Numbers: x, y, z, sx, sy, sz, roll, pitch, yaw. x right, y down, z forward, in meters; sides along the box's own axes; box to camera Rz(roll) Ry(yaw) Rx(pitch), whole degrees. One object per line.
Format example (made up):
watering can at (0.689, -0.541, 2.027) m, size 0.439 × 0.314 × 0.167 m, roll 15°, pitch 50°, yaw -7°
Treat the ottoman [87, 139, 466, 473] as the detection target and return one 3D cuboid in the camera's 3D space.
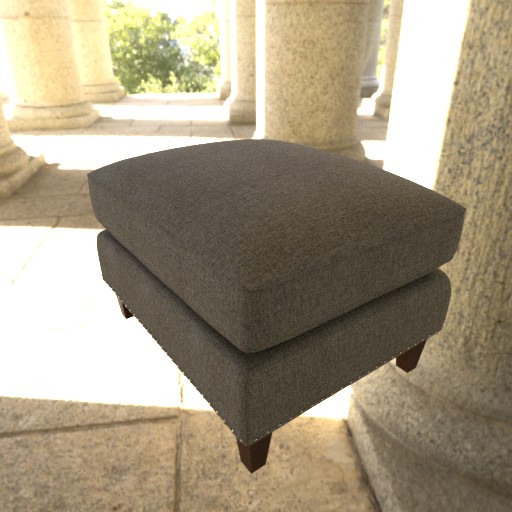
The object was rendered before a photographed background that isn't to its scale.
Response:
ottoman at (0.000, 0.000, 1.112) m, size 0.584 × 0.513 × 0.741 m, roll -18°, pitch 32°, yaw -32°
